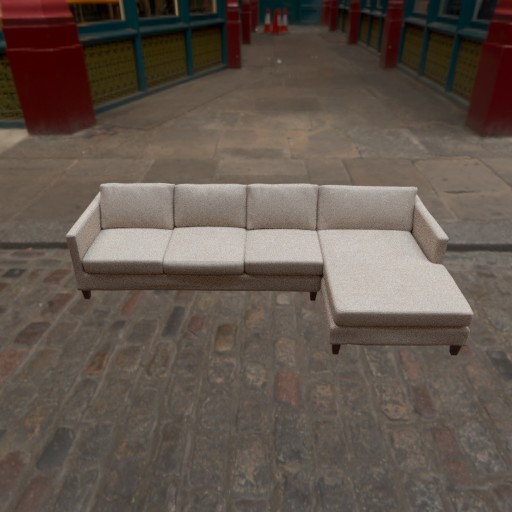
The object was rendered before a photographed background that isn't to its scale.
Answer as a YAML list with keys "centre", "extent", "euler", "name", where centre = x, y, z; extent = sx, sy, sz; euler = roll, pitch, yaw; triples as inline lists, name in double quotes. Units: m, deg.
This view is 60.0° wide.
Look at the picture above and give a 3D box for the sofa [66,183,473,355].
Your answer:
- centre: [0.000, 0.000, 3.875]
  extent: [3.186, 0.846, 1.625]
  euler: [0, 31, 1]
  name: "sofa"
